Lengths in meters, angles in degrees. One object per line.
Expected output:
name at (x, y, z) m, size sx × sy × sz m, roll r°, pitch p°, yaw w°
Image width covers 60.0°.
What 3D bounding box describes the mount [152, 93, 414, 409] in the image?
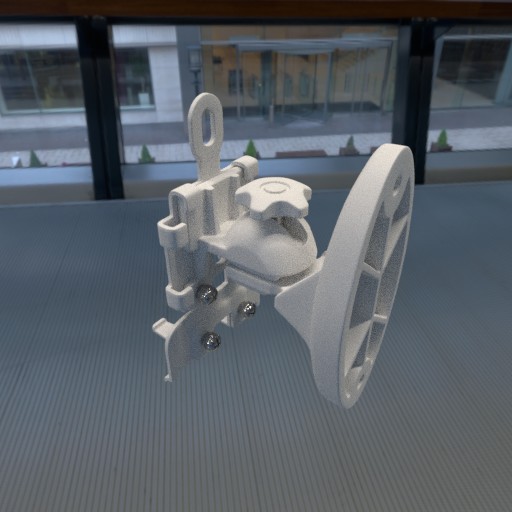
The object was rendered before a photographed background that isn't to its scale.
mount at (0.000, 0.000, 0.175) m, size 0.100 × 0.118 × 0.066 m, roll 21°, pitch 38°, yaw 29°
